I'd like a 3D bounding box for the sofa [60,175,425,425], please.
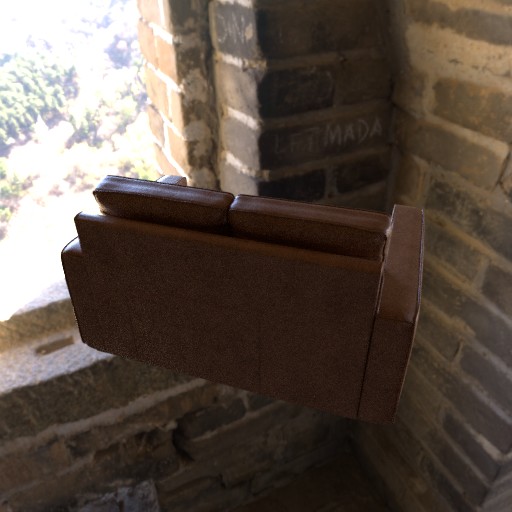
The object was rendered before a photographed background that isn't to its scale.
[{"bbox_3d":[0.000,0.000,2.182,1.532,0.896,1.020,10,33,16],"label":"sofa"}]
